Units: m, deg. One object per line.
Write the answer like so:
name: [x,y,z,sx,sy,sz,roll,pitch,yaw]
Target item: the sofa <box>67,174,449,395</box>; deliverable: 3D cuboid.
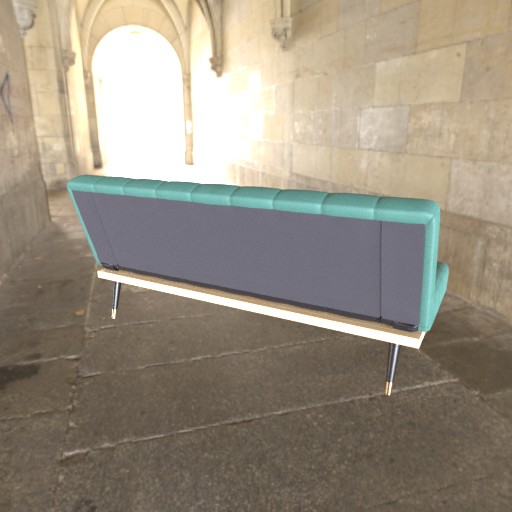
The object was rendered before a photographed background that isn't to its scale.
sofa: [0.000,0.000,2.324,1.810,0.820,0.830,9,18,28]
